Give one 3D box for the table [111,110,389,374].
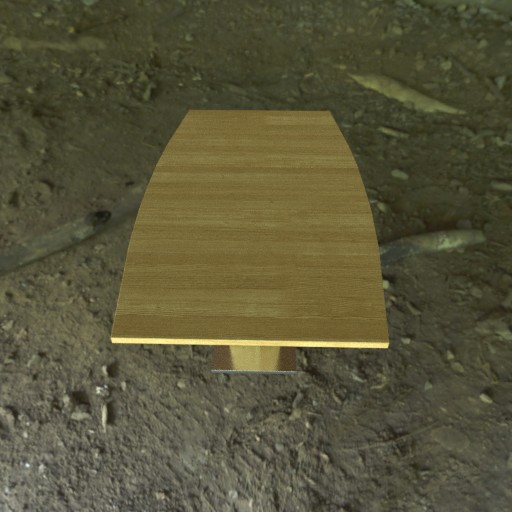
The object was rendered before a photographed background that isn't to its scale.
[{"bbox_3d":[0.000,0.000,2.077,0.900,0.748,1.598,1,40,1],"label":"table"}]
